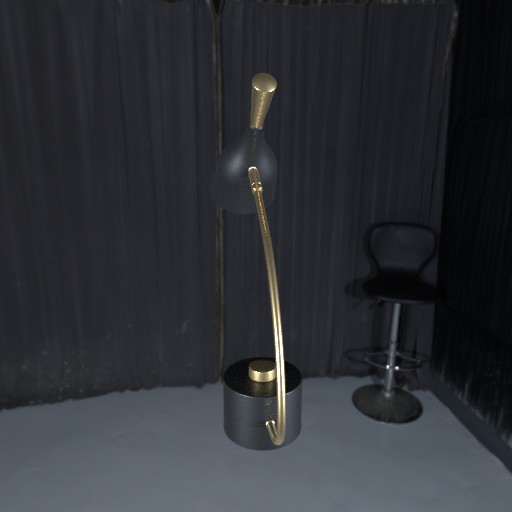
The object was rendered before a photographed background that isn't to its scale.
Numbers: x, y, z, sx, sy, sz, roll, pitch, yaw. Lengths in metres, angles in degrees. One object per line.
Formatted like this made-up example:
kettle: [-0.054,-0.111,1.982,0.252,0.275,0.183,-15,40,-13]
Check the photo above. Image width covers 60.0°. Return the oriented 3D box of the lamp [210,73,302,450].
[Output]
lamp: [0.000,0.000,0.620,0.110,0.464,0.352,-2,15,-9]
